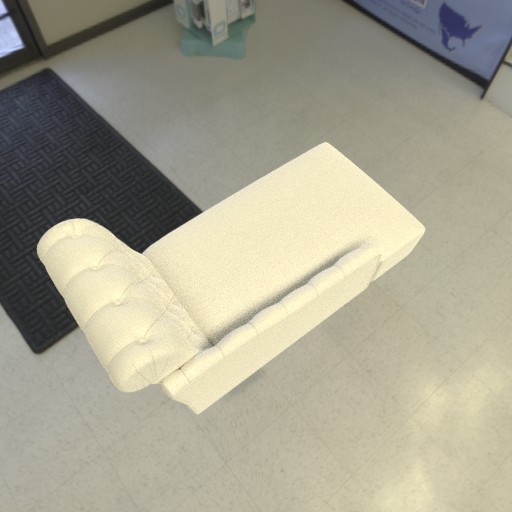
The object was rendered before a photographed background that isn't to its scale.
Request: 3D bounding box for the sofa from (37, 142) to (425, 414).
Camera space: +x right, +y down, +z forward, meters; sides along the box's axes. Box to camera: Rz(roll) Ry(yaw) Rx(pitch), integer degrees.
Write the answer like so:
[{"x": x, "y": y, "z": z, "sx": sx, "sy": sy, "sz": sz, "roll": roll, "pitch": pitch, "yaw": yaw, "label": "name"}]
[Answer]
[{"x": 0.000, "y": 0.000, "z": 1.835, "sx": 1.379, "sy": 0.787, "sz": 0.675, "roll": -33, "pitch": 65, "yaw": -18, "label": "sofa"}]
